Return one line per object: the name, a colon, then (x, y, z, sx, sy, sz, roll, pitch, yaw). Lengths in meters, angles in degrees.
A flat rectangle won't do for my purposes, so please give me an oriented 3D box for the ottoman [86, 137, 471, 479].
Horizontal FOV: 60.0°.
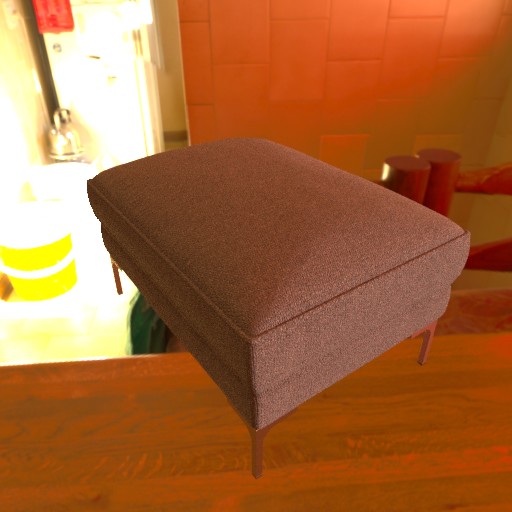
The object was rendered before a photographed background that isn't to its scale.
ottoman: (0.000, 0.000, 1.141, 0.583, 0.464, 0.785, -21, 38, -30)
